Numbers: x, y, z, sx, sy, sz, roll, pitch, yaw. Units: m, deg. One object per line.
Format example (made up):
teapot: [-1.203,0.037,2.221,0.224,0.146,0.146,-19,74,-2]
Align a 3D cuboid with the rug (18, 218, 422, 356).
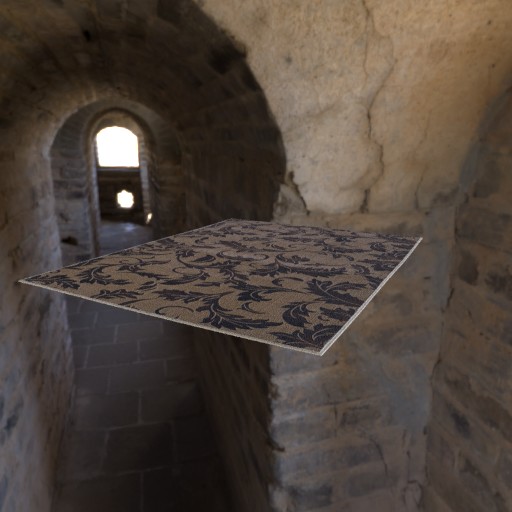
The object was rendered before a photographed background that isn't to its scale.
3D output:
rug: [0.000,0.000,3.946,2.380,0.008,2.977,8,17,28]
